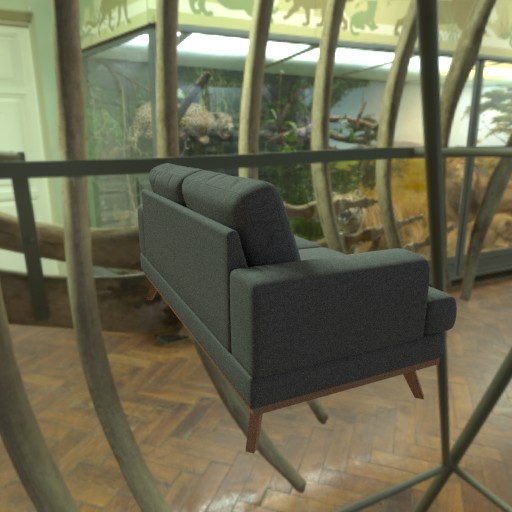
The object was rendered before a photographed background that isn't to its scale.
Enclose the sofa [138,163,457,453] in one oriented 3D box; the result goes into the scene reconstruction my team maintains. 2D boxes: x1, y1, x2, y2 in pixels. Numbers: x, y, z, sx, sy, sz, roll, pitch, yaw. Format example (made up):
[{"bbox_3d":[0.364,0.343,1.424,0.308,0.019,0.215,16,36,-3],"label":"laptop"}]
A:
[{"bbox_3d":[0.000,0.000,2.069,0.785,0.810,1.650,-7,16,-24],"label":"sofa"}]
